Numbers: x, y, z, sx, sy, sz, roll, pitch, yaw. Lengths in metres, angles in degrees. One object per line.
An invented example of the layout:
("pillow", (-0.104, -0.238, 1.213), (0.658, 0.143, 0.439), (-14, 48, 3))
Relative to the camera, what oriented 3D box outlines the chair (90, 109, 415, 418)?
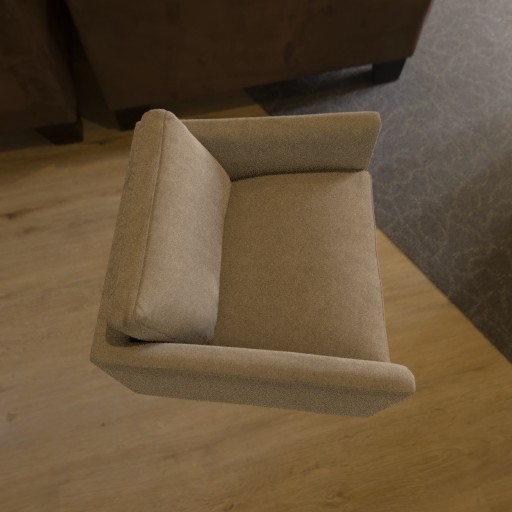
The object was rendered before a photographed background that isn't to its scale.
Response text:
("chair", (0.000, 0.000, 1.874), (1.091, 0.845, 1.190), (1, 63, 1))
